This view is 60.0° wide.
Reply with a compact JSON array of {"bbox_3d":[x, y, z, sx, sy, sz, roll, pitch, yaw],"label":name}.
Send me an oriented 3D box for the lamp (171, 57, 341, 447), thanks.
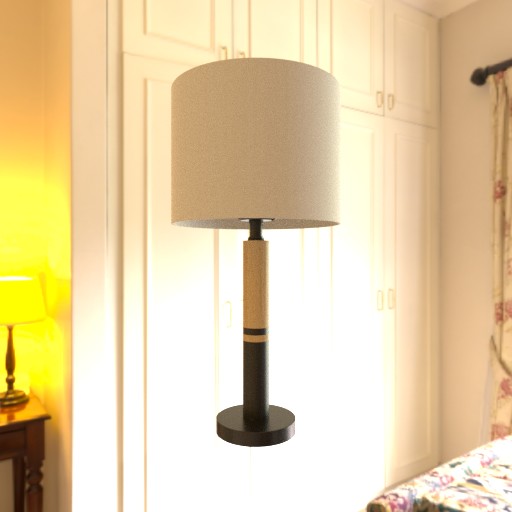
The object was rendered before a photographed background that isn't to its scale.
[{"bbox_3d":[0.000,0.000,0.811,0.305,0.640,0.305,0,0,19],"label":"lamp"}]
